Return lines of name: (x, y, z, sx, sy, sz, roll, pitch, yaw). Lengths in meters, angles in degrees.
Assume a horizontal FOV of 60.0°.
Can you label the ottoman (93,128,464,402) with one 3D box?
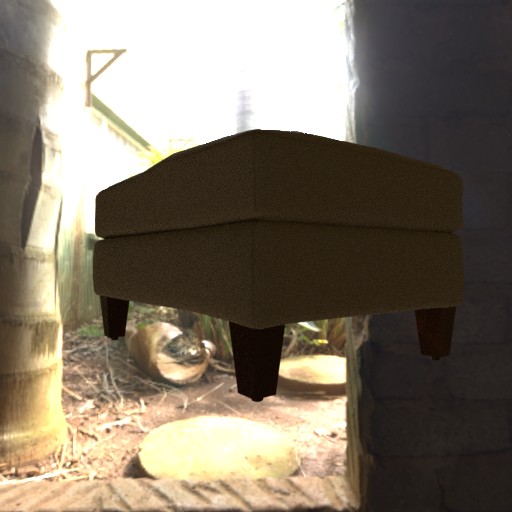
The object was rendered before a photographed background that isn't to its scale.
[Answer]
ottoman: (0.000, 0.000, 1.164, 0.634, 0.485, 0.818, 0, -1, -36)
